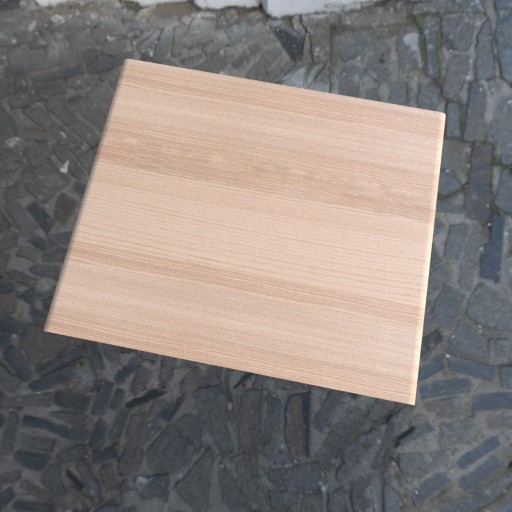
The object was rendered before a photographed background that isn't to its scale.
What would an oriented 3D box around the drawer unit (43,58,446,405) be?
[{"bbox_3d":[0.000,0.000,0.596,0.344,0.344,0.290,11,77,2],"label":"drawer unit"}]
